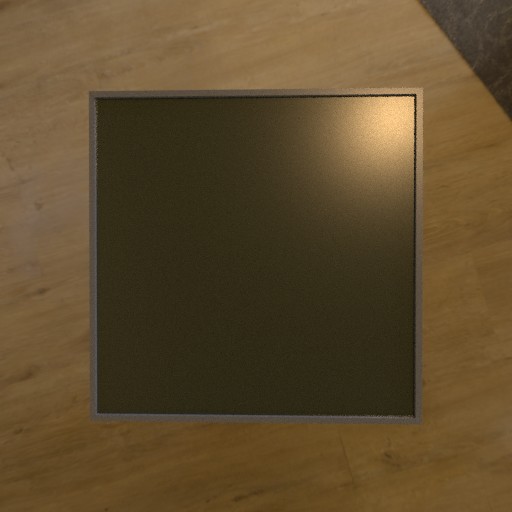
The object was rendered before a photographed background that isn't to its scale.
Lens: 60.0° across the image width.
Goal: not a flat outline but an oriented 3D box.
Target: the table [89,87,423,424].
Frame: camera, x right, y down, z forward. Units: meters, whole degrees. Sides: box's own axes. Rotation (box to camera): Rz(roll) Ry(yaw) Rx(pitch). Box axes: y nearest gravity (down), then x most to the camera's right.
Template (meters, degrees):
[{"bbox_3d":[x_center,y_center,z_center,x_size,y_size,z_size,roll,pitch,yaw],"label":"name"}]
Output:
[{"bbox_3d":[0.000,0.000,1.214,0.801,0.299,0.801,0,90,2],"label":"table"}]
